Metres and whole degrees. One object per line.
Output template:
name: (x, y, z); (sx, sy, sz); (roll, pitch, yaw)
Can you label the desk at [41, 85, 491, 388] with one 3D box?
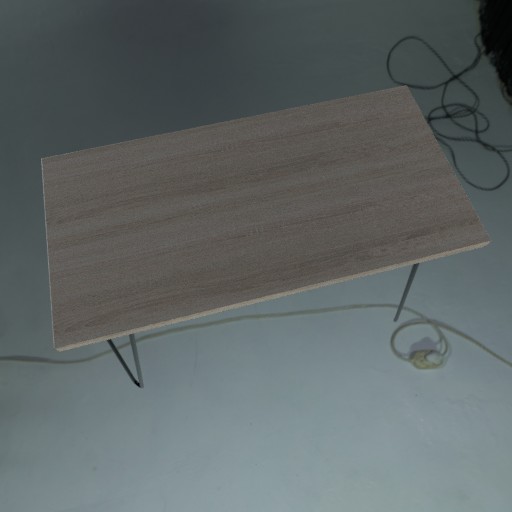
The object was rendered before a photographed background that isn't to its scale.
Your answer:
desk: (0.000, 0.000, 1.369); (0.991, 0.660, 0.499); (-13, 66, -6)
